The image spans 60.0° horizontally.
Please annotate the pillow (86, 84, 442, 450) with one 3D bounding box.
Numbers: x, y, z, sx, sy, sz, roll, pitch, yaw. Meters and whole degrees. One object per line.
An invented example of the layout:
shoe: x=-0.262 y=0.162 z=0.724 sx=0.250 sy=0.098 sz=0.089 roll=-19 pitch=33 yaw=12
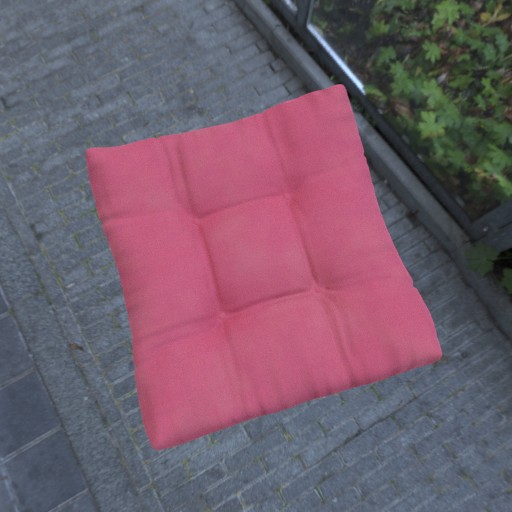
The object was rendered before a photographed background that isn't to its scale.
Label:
pillow: x=0.000 y=0.000 z=0.730 sx=0.468 sy=0.128 sz=0.490 roll=-16 pitch=77 yaw=-4
